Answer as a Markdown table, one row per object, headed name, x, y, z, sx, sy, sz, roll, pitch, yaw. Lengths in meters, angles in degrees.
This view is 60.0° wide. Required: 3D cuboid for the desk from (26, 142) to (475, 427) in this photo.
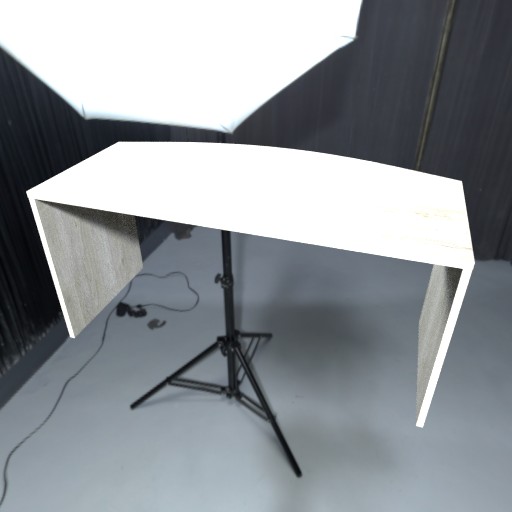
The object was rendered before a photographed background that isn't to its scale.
| name | x | y | z | sx | sy | sz | roll | pitch | yaw |
| --- | --- | --- | --- | --- | --- | --- | --- | --- | --- |
| desk | 0.000 | 0.000 | 2.019 | 1.600 | 0.752 | 0.802 | 10 | 34 | 15 |
